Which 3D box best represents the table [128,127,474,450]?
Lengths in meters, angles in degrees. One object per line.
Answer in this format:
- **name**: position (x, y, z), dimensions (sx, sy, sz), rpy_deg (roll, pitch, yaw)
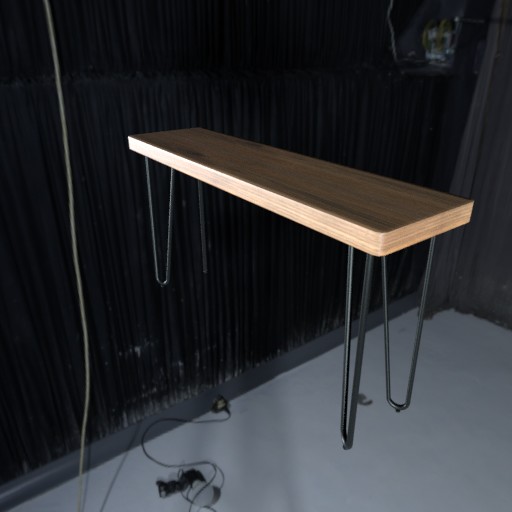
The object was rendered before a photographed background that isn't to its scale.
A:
- **table**: position (0.000, 0.000, 1.910), dimensions (0.425, 0.834, 1.570), rpy_deg (-18, 31, -33)
